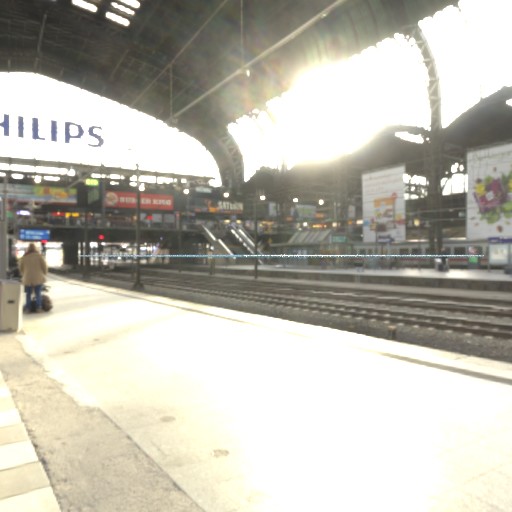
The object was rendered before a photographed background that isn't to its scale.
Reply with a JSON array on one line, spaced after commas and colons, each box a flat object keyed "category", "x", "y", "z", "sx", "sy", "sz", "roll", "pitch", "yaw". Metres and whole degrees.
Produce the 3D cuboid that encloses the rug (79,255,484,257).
[{"category": "rug", "x": 0.000, "y": 0.000, "z": 4.056, "sx": 2.363, "sy": 0.012, "sz": 2.980, "roll": 0, "pitch": 0, "yaw": -36}]
